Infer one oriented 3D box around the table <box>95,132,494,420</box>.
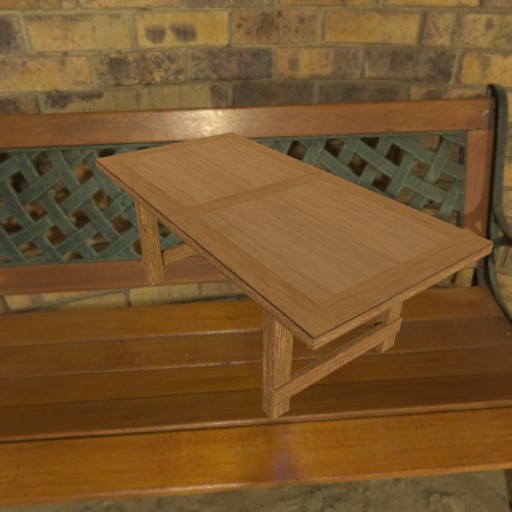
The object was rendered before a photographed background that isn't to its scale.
[{"bbox_3d":[0.000,0.000,2.463,1.000,0.762,1.982,-21,37,-30],"label":"table"}]
